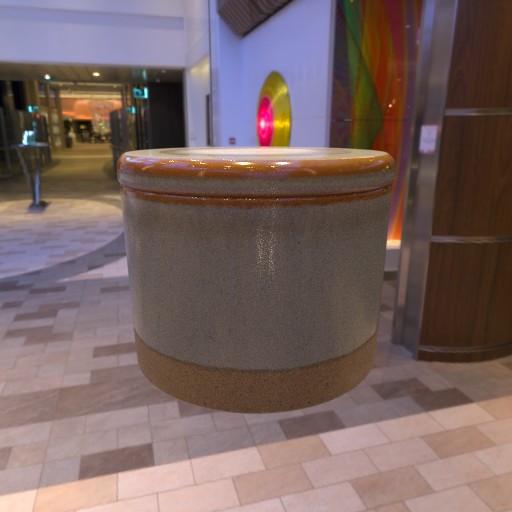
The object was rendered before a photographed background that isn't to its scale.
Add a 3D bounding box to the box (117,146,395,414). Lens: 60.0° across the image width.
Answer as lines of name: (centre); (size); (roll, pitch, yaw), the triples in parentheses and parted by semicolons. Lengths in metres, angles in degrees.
box: (0.000, 0.000, 0.216); (0.123, 0.100, 0.123); (0, 16, 0)
